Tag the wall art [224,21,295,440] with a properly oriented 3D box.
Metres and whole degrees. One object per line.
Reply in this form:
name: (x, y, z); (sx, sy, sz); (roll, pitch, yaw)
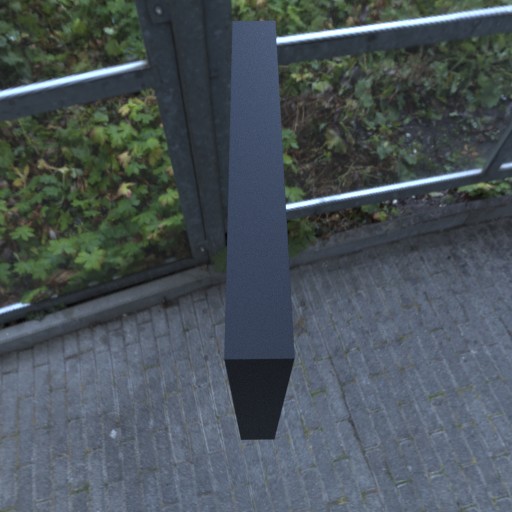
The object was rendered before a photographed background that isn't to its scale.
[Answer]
wall art: (0.000, 0.000, 0.447); (0.038, 0.304, 0.305); (-1, 60, 0)
